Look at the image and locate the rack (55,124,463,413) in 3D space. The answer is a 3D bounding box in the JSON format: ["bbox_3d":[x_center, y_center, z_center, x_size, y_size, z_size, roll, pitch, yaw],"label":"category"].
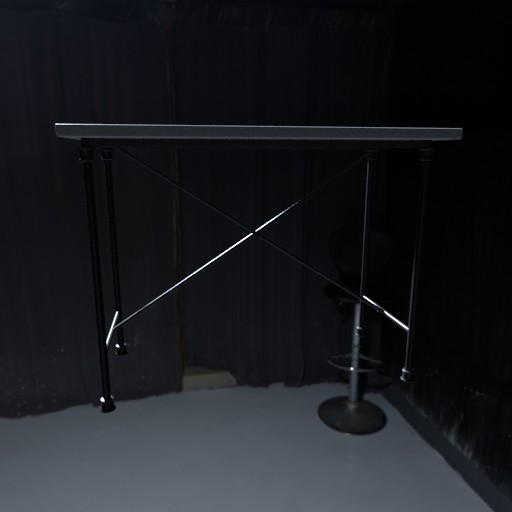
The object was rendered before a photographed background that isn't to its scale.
[{"bbox_3d":[0.000,0.000,1.627,1.159,0.880,0.613,-2,13,-10],"label":"rack"}]
